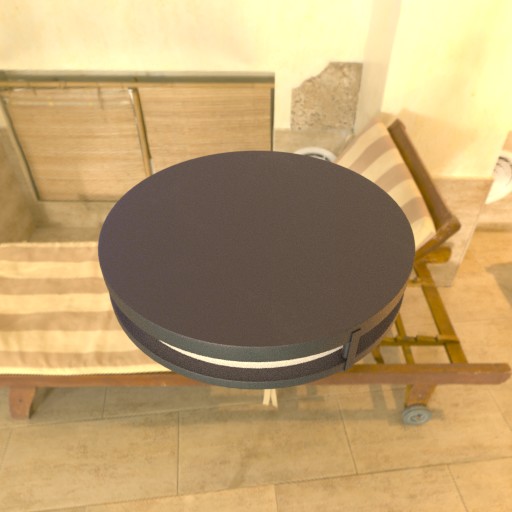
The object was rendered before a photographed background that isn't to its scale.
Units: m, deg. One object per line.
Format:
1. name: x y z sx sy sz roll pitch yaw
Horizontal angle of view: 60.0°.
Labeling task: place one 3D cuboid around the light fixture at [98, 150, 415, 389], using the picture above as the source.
1. light fixture: 0.000 0.000 0.544 0.356 0.102 0.356 0 41 0
